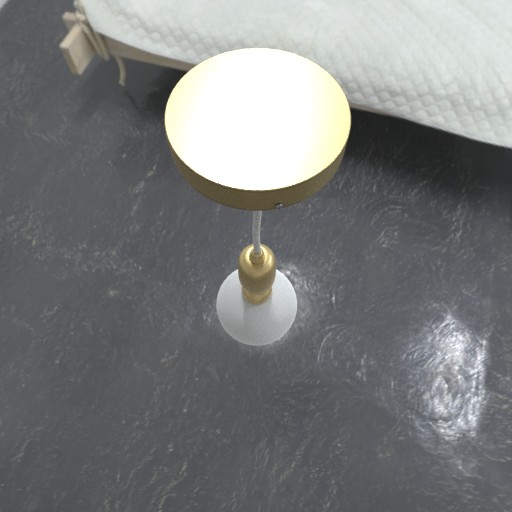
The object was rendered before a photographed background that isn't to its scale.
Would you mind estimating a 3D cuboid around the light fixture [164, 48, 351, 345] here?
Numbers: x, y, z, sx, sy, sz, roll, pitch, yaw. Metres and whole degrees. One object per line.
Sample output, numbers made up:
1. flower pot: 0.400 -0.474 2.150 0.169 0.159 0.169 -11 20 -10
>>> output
1. light fixture: 0.000 0.000 0.570 0.146 0.510 0.147 -2 64 -1
